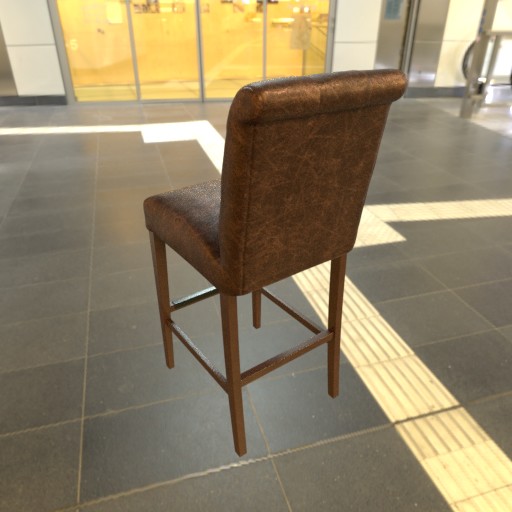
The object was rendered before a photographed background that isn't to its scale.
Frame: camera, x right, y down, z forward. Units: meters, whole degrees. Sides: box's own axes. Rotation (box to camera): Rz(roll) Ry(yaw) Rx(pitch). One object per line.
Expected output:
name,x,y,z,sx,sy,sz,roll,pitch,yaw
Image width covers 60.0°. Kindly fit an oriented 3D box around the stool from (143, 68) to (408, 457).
stool,0.000,0.000,1.449,0.483,1.168,0.659,-20,35,-31
